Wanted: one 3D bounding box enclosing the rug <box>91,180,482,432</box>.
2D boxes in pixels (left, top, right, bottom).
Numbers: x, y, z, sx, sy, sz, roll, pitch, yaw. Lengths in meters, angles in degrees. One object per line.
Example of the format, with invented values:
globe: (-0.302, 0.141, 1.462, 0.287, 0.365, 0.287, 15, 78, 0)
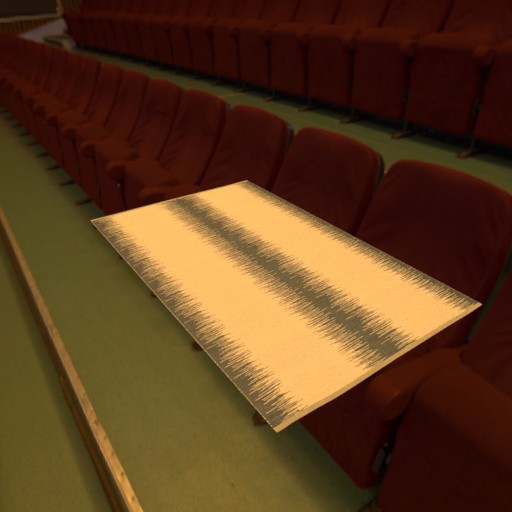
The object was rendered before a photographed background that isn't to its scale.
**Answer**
rug: (0.000, 0.000, 3.071, 1.519, 0.003, 2.453, -20, 36, -30)
